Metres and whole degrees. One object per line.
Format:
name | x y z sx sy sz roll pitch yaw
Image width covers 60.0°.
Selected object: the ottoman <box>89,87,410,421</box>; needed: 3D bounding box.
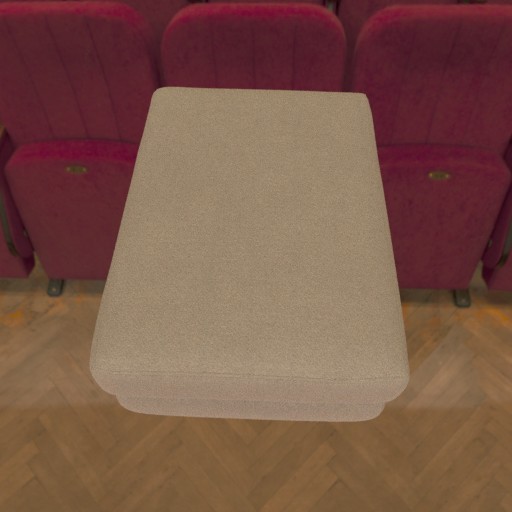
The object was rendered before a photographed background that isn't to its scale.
ottoman | 0.000 0.000 1.105 0.569 0.499 0.773 2 58 1
